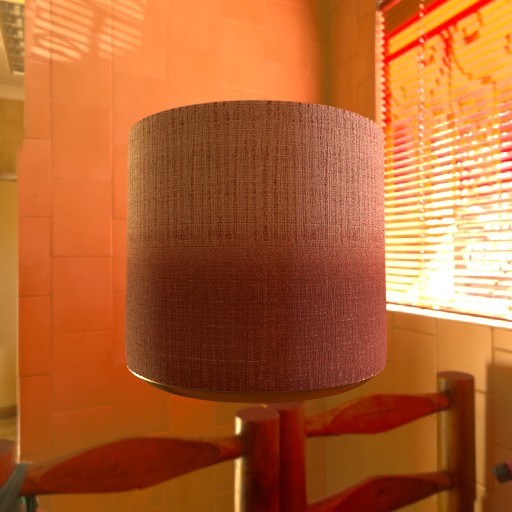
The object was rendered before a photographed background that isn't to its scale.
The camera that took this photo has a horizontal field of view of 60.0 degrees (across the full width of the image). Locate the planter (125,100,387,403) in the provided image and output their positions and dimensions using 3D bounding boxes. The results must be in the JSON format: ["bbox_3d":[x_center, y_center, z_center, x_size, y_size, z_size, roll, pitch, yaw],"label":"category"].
[{"bbox_3d":[0.000,0.000,0.390,0.221,0.201,0.221,0,0,0],"label":"planter"}]
